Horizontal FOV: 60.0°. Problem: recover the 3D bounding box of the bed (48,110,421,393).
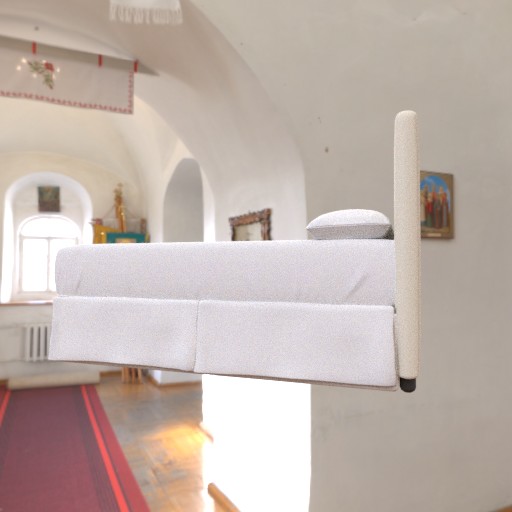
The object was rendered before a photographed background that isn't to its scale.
[{"bbox_3d":[0.000,0.000,3.107,2.147,1.330,1.714,0,-1,19],"label":"bed"}]
